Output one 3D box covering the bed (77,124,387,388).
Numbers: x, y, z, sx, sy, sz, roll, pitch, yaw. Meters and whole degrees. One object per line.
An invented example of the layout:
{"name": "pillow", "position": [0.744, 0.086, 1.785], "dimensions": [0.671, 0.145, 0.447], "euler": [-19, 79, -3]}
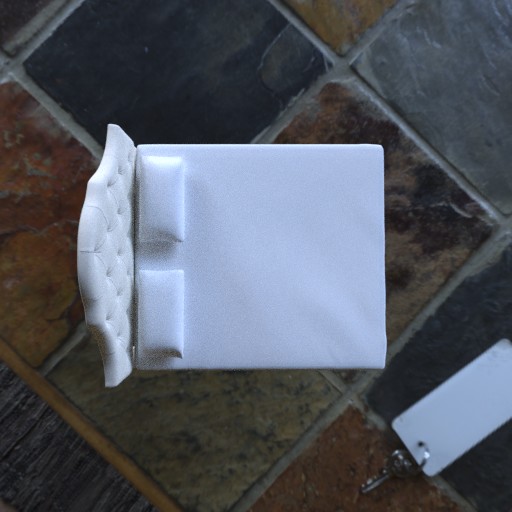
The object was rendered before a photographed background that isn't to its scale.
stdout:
{"name": "bed", "position": [0.000, 0.000, 3.539], "dimensions": [2.214, 1.615, 2.008], "euler": [0, 88, 0]}
